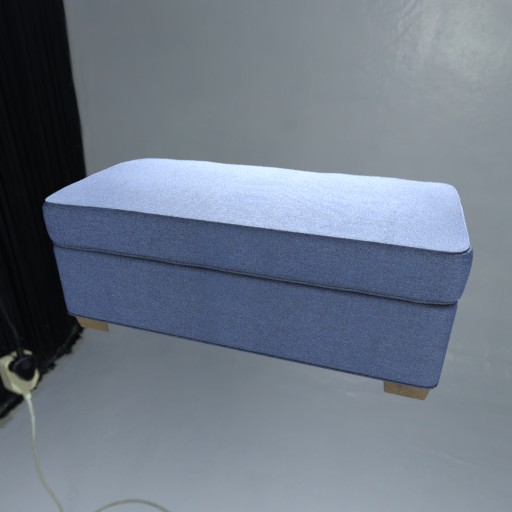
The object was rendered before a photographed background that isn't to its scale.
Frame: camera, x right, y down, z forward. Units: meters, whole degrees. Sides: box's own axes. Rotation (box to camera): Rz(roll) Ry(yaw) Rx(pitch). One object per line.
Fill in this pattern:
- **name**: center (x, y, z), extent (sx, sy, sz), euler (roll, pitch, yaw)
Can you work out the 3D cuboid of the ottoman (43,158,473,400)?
- **ottoman**: center (0.000, 0.000, 1.352), extent (1.110, 0.460, 0.515), euler (8, 28, 16)
